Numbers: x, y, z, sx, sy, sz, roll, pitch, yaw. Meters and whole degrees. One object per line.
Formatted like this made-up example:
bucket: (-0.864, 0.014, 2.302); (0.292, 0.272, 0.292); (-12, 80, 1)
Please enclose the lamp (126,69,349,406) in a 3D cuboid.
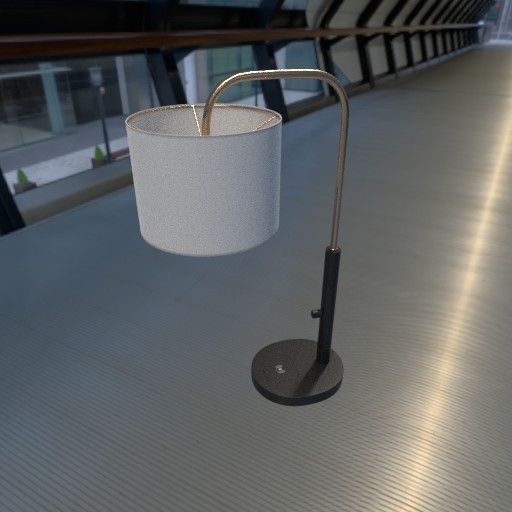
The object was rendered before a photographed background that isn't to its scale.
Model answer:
lamp: (0.000, 0.000, 0.696); (0.337, 0.540, 0.199); (-8, 30, -14)
